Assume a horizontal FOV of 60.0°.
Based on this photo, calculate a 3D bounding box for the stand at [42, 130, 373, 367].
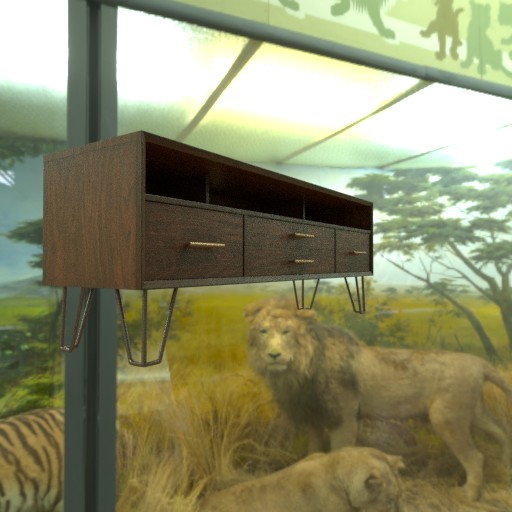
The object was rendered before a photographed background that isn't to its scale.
[{"bbox_3d":[0.000,0.000,1.905,0.481,0.610,1.626,-1,-1,35],"label":"stand"}]
